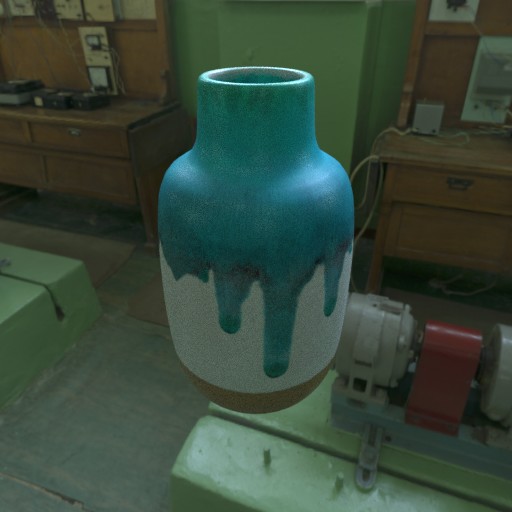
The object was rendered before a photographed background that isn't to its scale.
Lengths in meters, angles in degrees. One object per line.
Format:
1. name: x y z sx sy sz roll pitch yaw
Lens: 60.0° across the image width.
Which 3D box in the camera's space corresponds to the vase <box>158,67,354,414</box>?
1. vase: 0.000 0.000 0.250 0.106 0.192 0.106 0 31 0
